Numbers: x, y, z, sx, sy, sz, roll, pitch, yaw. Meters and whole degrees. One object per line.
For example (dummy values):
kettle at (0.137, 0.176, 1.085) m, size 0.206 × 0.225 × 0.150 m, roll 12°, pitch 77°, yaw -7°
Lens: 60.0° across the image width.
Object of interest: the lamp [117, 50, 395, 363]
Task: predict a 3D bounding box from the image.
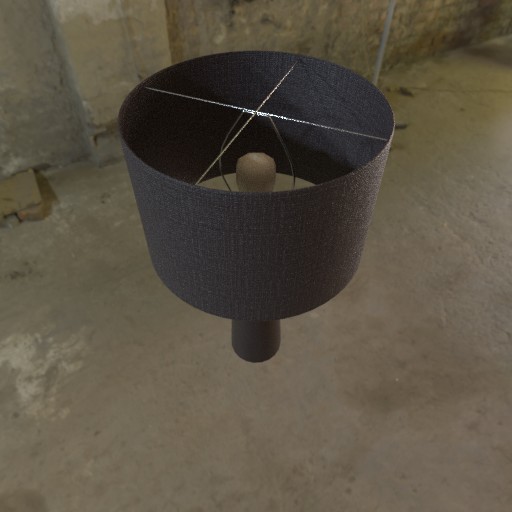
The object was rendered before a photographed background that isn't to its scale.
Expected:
lamp at (0.000, 0.000, 0.672) m, size 0.303 × 0.488 × 0.303 m, roll 0°, pitch 47°, yaw 0°
